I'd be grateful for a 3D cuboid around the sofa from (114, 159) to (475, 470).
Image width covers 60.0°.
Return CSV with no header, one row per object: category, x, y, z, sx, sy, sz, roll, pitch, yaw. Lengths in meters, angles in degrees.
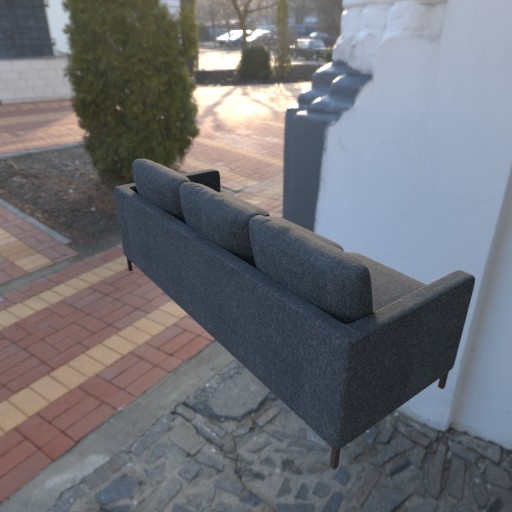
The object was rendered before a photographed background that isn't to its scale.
sofa,0.000,0.000,2.643,0.859,0.874,2.218,-19,32,-32
